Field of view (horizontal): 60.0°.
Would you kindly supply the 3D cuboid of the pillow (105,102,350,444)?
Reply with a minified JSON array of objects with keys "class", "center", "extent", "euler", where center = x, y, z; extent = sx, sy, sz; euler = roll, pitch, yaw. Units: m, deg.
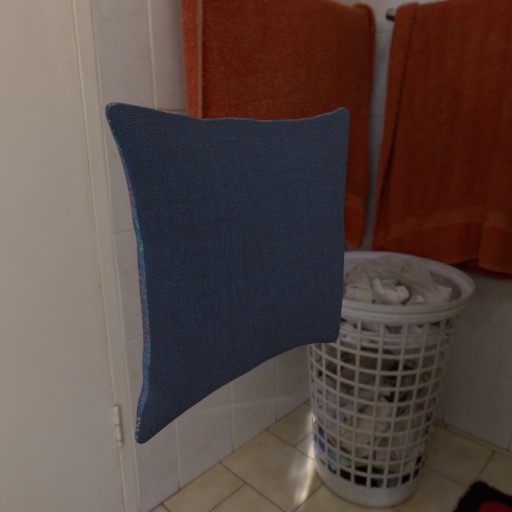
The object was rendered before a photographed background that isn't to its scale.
[{"class":"pillow","center":[0.000,0.000,0.659],"extent":[0.431,0.431,0.141],"euler":[-15,22,-42]}]
